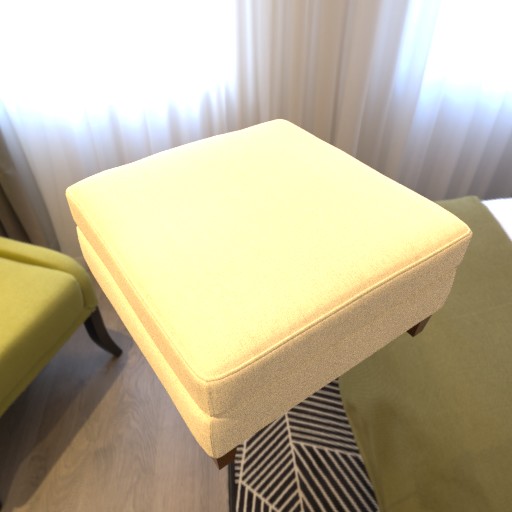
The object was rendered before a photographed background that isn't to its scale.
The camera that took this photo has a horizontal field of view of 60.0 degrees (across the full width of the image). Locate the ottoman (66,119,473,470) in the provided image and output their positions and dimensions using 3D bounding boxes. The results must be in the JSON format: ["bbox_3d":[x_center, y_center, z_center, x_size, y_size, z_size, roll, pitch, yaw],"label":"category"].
[{"bbox_3d":[0.000,0.000,1.337,0.838,0.478,0.838,-25,47,-26],"label":"ottoman"}]
